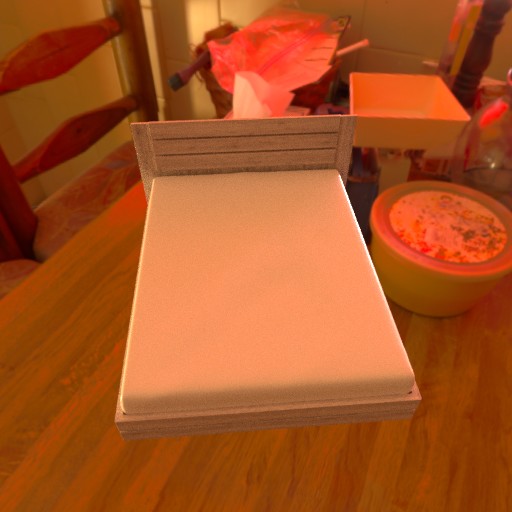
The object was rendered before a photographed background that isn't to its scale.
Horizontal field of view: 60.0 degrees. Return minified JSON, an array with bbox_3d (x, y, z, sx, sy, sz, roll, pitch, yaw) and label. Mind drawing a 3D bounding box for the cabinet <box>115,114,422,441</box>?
[{"bbox_3d":[0.000,0.000,3.015,1.750,0.970,2.080,-3,45,-3],"label":"cabinet"}]
